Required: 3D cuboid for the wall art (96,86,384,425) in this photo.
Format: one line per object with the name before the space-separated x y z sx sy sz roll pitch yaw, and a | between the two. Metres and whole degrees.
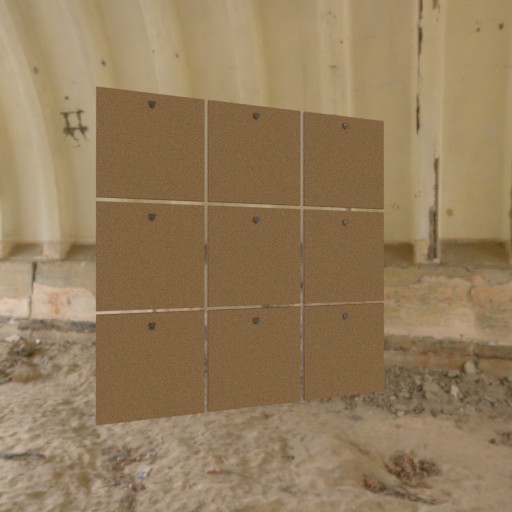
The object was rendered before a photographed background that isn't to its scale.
wall art | 0.000 0.000 1.799 1.221 1.218 0.024 0 0 -19
